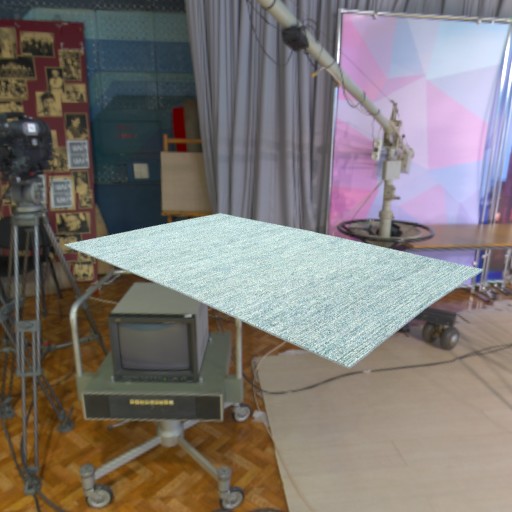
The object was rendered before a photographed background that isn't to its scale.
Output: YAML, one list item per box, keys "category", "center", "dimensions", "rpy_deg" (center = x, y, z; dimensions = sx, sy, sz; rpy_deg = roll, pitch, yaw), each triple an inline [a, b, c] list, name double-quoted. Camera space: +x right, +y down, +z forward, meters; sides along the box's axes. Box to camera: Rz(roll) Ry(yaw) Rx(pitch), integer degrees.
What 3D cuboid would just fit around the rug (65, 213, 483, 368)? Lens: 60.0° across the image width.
- category: "rug"
  center: [0.000, 0.000, 2.276]
  dimensions: [1.853, 0.022, 1.174]
  rpy_deg: [16, 23, 41]
